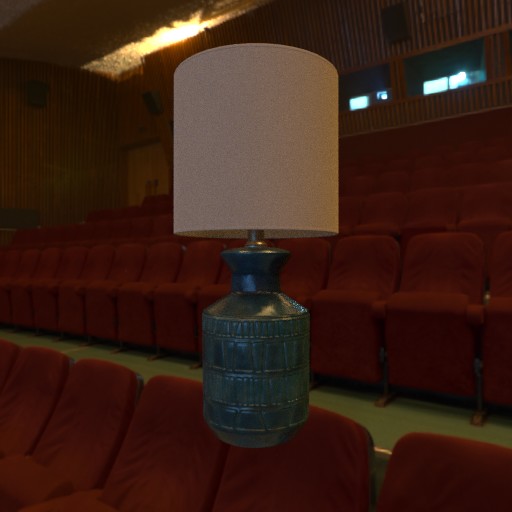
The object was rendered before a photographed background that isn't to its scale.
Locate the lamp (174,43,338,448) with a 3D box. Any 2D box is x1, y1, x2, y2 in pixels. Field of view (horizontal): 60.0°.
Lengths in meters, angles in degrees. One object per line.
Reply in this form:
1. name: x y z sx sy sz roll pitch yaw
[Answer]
1. lamp: 0.000 0.000 0.579 0.211 0.455 0.211 0 0 36
